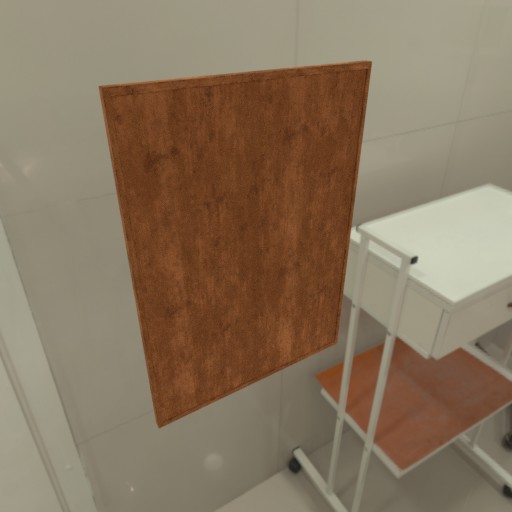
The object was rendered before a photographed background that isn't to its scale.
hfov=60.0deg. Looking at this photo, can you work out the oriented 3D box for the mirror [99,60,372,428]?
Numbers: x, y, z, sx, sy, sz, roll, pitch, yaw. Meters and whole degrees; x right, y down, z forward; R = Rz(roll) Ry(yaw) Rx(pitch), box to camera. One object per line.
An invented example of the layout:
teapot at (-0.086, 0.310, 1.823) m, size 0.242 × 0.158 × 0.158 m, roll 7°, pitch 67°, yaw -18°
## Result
mirror at (0.000, 0.000, 1.415) m, size 0.796 × 1.099 × 0.028 m, roll -18°, pitch 35°, yaw -27°
